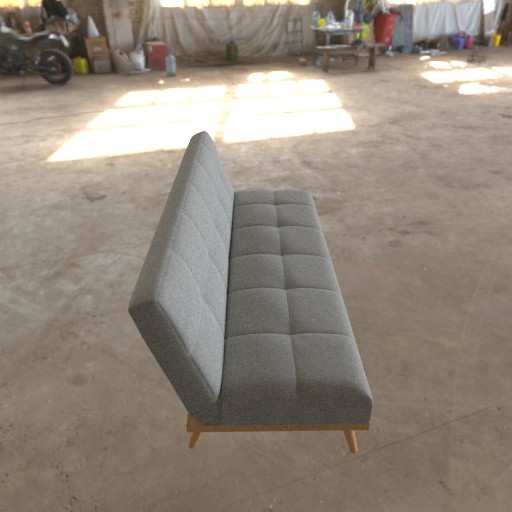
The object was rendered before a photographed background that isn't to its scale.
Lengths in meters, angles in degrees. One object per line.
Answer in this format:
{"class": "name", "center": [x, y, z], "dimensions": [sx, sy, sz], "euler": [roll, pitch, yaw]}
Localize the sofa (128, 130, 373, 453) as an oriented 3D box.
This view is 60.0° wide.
{"class": "sofa", "center": [0.000, 0.000, 2.264], "dimensions": [0.800, 0.800, 1.820], "euler": [0, 32, -1]}
